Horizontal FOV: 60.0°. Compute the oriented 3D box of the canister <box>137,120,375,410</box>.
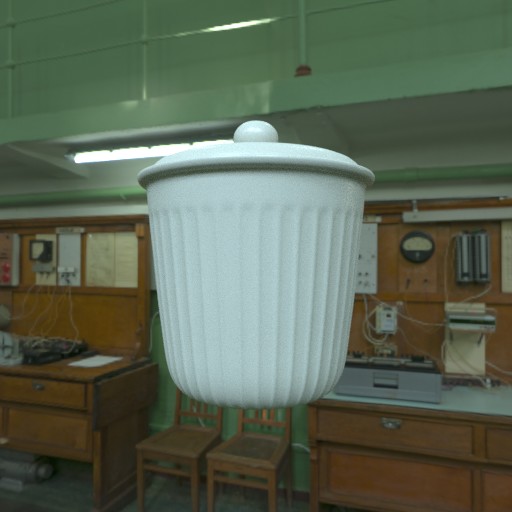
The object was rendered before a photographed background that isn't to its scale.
[{"bbox_3d":[0.000,0.000,0.349,0.181,0.211,0.181,0,-1,0],"label":"canister"}]
